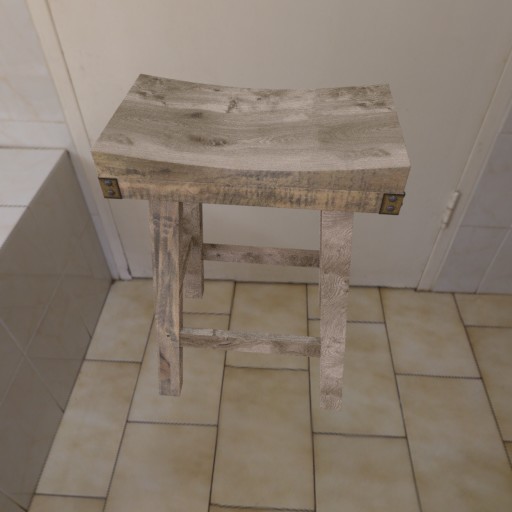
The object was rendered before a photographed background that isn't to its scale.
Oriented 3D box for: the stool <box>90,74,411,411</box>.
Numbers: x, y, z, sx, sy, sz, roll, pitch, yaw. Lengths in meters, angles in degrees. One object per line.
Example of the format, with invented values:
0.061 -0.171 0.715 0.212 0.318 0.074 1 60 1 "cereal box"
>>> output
0.000 0.000 0.917 0.450 0.635 0.330 4 45 4 "stool"
